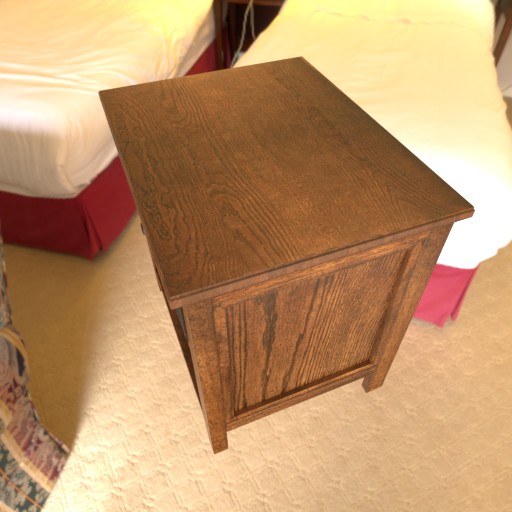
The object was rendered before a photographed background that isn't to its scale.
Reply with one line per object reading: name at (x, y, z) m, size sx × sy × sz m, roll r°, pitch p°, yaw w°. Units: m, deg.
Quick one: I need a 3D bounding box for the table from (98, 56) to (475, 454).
table at (0.000, 0.000, 0.993) m, size 0.461 × 0.597 × 0.586 m, roll -16°, pitch 49°, yaw -15°
